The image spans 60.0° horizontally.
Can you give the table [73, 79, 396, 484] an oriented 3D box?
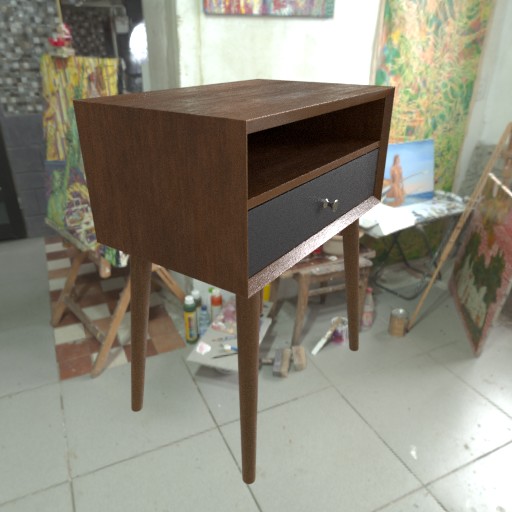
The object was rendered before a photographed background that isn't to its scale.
[{"bbox_3d":[0.000,0.000,0.834,0.307,0.580,0.454,17,31,31],"label":"table"}]
